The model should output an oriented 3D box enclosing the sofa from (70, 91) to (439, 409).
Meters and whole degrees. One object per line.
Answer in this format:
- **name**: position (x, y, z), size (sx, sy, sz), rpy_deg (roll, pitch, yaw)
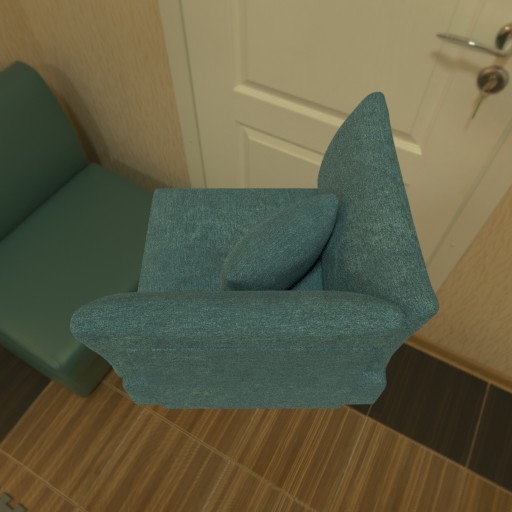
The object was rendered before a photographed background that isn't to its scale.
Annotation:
- **sofa**: position (0.000, 0.000, 1.738), size (1.000, 0.820, 1.000), rpy_deg (0, 56, 0)
